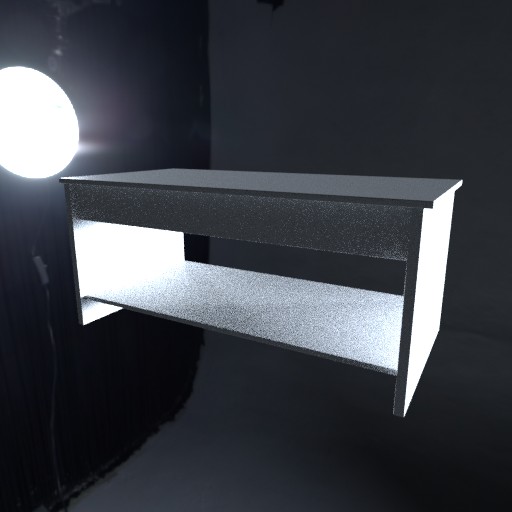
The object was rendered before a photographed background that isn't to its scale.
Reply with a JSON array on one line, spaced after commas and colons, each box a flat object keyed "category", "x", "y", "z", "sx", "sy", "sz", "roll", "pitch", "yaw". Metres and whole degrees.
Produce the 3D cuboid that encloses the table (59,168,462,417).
[{"category": "table", "x": 0.000, "y": 0.000, "z": 1.282, "sx": 1.000, "sy": 0.441, "sz": 0.500, "roll": 8, "pitch": 17, "yaw": 28}]
